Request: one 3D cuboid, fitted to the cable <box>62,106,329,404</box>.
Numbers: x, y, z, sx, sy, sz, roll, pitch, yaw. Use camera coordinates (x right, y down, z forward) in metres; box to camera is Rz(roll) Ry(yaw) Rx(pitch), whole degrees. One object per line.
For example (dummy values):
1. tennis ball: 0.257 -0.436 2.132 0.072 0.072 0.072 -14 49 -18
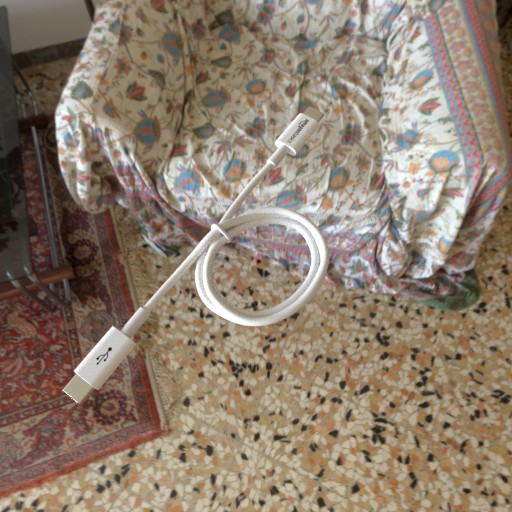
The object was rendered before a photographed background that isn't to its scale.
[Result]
1. cable: 0.000 0.000 0.221 0.070 0.014 0.203 32 68 14
